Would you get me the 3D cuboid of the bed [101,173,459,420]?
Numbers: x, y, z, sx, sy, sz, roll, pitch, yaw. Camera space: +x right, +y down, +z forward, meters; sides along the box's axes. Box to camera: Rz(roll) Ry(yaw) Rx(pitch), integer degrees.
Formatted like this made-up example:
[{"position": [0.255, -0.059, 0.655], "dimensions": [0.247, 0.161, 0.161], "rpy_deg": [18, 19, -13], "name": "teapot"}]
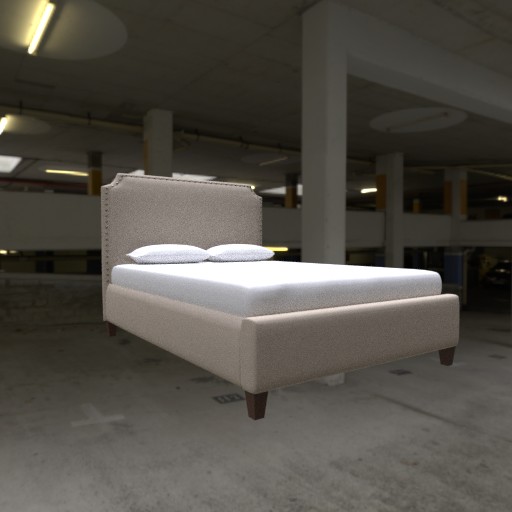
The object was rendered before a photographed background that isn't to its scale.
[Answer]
[{"position": [0.000, 0.000, 3.444], "dimensions": [1.713, 1.443, 2.372], "rpy_deg": [-1, 2, -35], "name": "bed"}]
